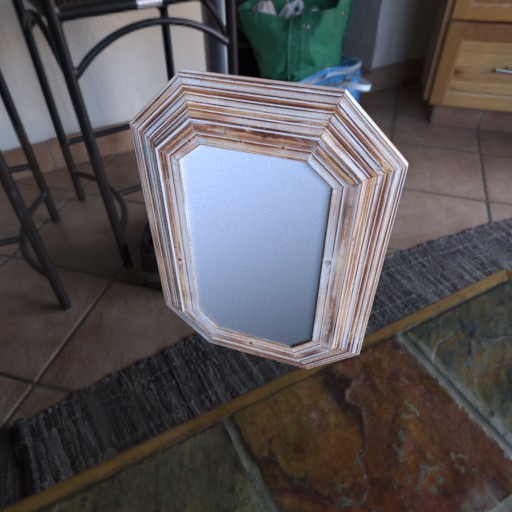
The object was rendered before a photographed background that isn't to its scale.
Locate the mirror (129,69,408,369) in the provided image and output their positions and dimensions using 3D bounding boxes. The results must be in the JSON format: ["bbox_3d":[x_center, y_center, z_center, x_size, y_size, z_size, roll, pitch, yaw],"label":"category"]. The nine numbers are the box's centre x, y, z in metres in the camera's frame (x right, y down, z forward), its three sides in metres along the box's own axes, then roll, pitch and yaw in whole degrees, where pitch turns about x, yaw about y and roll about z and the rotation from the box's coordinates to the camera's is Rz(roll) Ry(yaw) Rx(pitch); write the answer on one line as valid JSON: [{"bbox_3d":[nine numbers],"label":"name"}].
[{"bbox_3d":[0.000,0.000,1.308,0.709,1.015,0.061,13,43,14],"label":"mirror"}]
